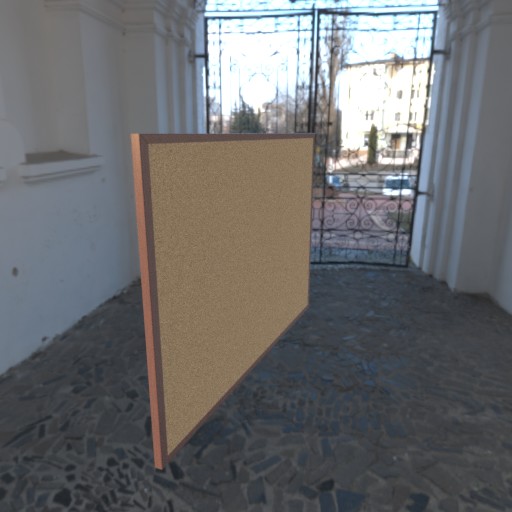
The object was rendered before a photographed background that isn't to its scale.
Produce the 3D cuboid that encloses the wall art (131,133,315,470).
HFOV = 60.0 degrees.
[{"bbox_3d":[0.000,0.000,0.853,0.014,0.455,0.660,7,17,24],"label":"wall art"}]
